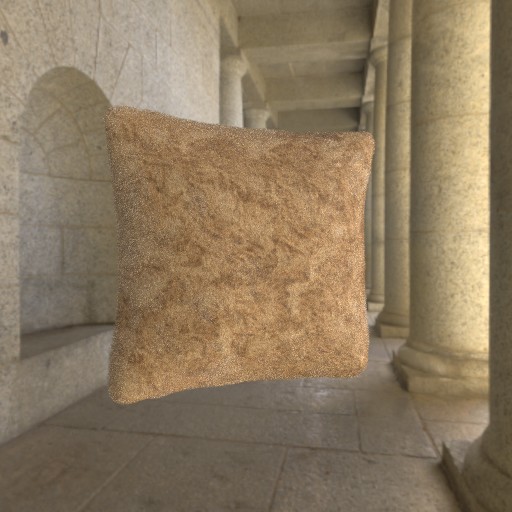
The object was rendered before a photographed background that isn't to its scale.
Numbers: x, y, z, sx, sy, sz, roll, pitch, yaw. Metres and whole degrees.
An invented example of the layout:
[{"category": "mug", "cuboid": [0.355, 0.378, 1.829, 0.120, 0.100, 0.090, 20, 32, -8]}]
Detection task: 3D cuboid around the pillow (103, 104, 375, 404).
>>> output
[{"category": "pillow", "cuboid": [0.000, 0.000, 0.828, 0.538, 0.525, 0.216, 0, 1, -18]}]
